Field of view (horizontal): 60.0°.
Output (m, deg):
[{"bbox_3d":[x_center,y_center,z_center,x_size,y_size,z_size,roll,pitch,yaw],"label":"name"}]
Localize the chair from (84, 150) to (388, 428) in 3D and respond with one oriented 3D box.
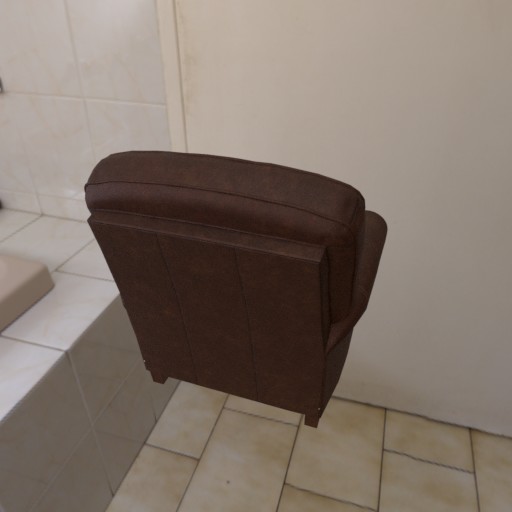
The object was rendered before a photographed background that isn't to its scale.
[{"bbox_3d":[0.000,0.000,1.732,0.936,1.018,0.986,10,33,16],"label":"chair"}]
